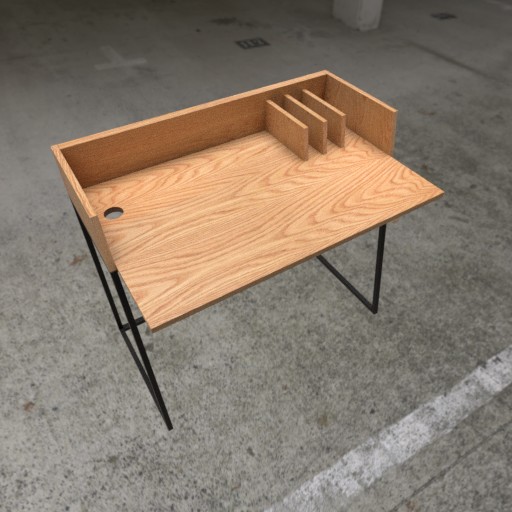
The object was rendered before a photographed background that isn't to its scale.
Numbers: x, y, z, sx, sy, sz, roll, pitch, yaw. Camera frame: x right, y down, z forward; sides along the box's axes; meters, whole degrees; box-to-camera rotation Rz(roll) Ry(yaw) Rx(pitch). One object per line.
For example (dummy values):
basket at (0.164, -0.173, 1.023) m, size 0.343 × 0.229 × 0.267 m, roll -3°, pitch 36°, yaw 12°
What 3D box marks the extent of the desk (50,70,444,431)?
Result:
desk at (0.000, 0.000, 1.889) m, size 1.191 × 1.061 × 0.769 m, roll -24°, pitch 50°, yaw -22°
